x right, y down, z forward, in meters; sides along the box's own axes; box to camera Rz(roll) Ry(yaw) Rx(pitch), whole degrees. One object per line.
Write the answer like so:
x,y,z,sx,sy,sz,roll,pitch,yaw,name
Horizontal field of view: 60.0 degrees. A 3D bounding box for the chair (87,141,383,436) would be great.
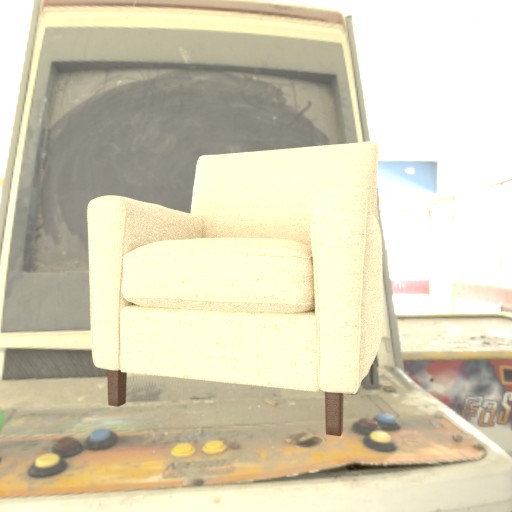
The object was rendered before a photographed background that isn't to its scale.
0.000,0.000,1.605,0.870,0.943,0.823,0,0,20,chair
